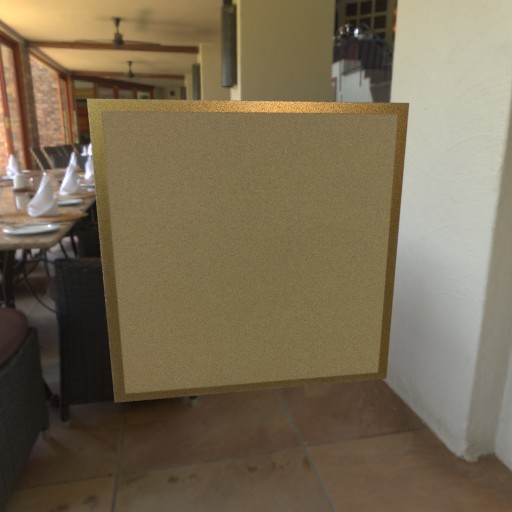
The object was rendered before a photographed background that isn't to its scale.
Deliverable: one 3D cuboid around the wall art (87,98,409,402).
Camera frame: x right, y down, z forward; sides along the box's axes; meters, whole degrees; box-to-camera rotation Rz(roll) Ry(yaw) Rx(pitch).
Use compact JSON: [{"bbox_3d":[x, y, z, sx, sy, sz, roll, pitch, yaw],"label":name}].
[{"bbox_3d":[0.000,0.000,1.151,0.762,0.760,0.037,-2,15,-9],"label":"wall art"}]
